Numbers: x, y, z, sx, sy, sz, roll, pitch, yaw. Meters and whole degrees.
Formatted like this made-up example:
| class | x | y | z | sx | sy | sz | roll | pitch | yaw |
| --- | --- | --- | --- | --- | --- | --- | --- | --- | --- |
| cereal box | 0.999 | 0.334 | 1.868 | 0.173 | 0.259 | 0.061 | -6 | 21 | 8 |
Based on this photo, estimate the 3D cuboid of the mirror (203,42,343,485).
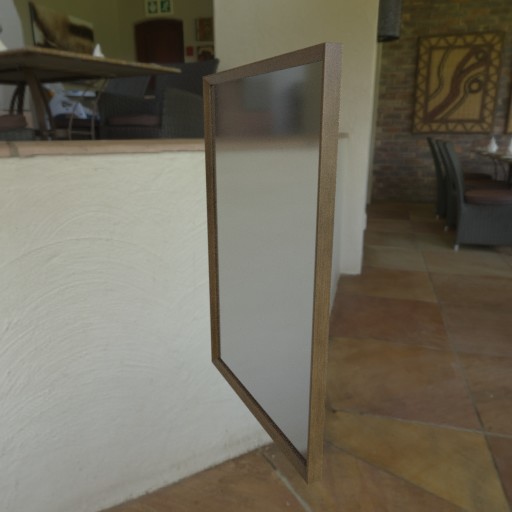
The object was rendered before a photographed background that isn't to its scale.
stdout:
| class | x | y | z | sx | sy | sz | roll | pitch | yaw |
| --- | --- | --- | --- | --- | --- | --- | --- | --- | --- |
| mirror | 0.000 | 0.000 | 1.144 | 0.041 | 0.915 | 0.609 | -8 | 18 | -25 |
